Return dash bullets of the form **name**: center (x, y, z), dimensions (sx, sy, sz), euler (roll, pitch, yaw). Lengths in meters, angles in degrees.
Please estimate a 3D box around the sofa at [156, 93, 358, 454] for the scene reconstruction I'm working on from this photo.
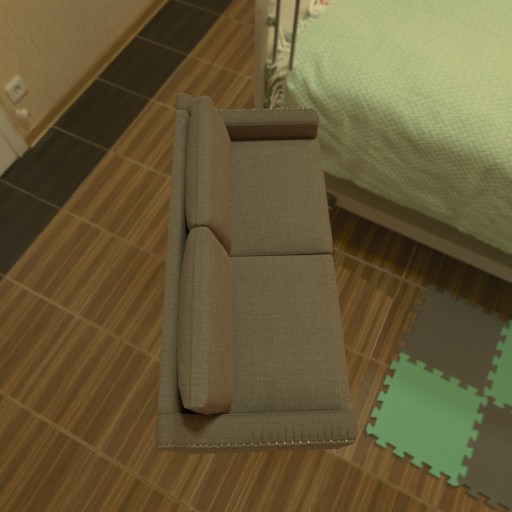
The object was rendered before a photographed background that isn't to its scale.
- **sofa**: center (0.000, 0.000, 2.762), dimensions (1.000, 0.857, 2.208), euler (-2, 64, -1)
